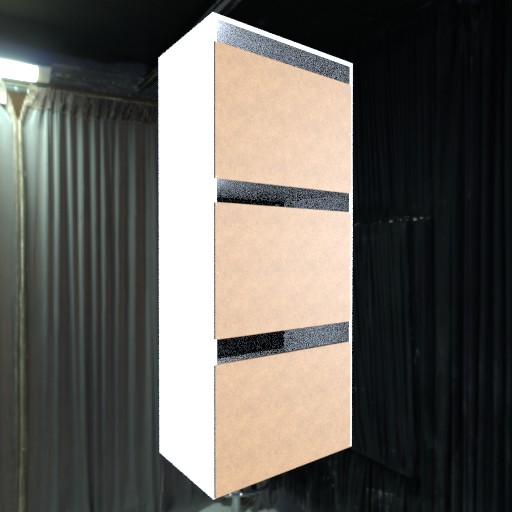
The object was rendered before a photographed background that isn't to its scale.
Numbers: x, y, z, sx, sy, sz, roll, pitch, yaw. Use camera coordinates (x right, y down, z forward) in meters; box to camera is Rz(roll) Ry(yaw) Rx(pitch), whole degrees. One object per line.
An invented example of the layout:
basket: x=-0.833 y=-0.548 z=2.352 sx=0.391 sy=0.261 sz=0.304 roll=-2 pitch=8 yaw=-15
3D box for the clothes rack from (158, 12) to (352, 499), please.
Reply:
clothes rack: x=0.000 y=0.000 z=1.359 sx=0.500 sy=1.187 sz=0.330 roll=-1 pitch=1 yaw=-36
